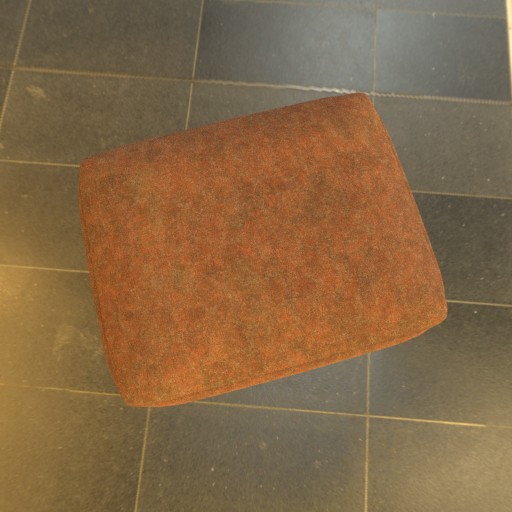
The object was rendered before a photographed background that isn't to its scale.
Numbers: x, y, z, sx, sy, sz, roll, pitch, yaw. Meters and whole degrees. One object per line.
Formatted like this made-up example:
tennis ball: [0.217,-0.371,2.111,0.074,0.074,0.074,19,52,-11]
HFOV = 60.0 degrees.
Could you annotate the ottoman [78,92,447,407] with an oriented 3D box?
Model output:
ottoman: [0.000,0.000,1.188,0.787,0.508,0.635,-15,76,-4]
